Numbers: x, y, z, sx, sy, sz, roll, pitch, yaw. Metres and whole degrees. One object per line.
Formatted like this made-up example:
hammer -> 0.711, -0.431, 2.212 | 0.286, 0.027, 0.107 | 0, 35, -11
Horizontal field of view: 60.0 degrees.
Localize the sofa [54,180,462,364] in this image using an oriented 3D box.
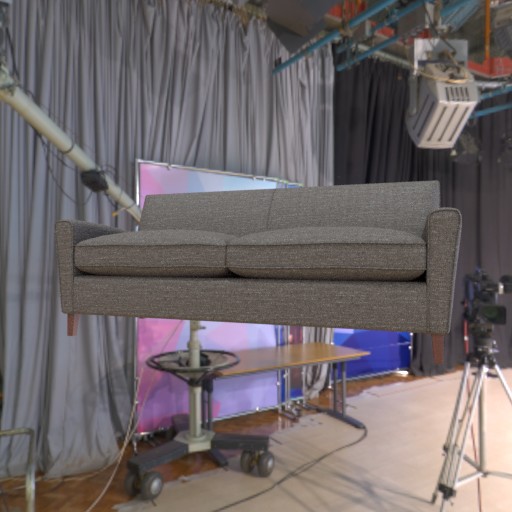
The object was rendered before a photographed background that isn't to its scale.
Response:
sofa -> 0.000, 0.000, 2.428 | 1.976, 0.846, 0.875 | 0, 0, 19
